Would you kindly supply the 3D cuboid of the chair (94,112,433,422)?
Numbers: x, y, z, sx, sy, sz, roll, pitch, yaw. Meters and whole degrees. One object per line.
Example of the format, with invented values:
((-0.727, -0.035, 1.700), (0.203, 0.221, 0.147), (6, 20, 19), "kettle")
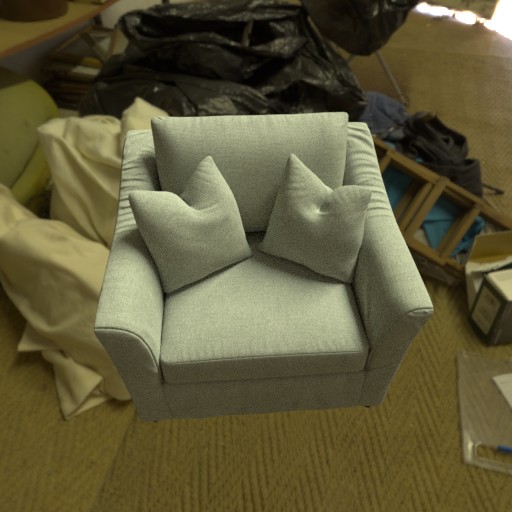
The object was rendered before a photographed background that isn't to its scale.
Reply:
((0.000, 0.000, 2.031), (1.194, 1.059, 1.071), (-3, 45, -3), "chair")
